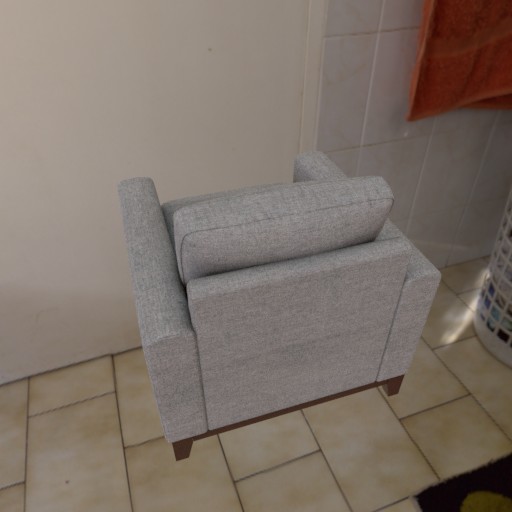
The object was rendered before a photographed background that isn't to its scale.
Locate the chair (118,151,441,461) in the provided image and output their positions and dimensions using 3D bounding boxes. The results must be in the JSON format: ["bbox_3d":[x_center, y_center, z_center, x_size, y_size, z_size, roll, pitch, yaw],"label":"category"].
[{"bbox_3d":[0.000,0.000,1.898,1.024,1.010,1.038,-11,41,-14],"label":"chair"}]
